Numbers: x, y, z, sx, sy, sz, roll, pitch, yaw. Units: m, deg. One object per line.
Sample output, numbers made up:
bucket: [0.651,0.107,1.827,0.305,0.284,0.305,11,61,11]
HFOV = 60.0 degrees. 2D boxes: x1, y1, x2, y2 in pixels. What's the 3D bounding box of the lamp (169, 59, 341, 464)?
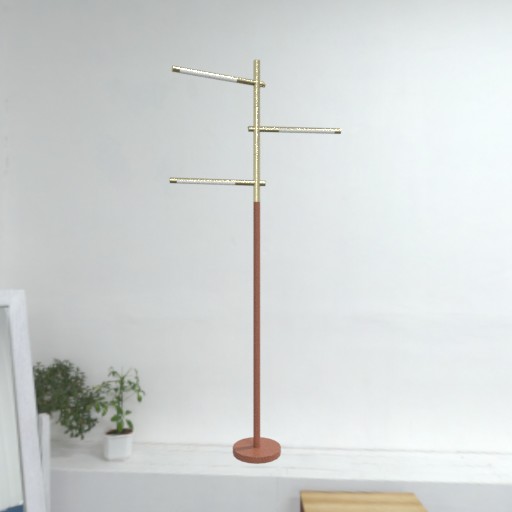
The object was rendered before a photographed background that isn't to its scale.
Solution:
lamp: [0.000,0.000,1.926,0.737,1.704,0.209,0,-1,-18]
